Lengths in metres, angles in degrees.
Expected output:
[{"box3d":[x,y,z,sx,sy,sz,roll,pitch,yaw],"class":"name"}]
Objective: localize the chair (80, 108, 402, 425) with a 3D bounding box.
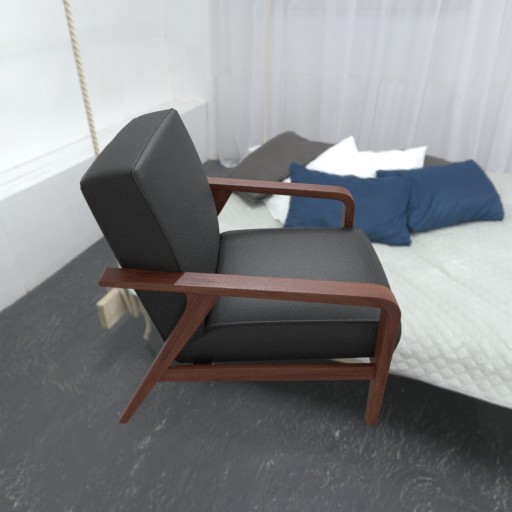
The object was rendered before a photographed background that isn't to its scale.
[{"box3d":[0.000,0.000,1.495,0.889,0.861,0.719,0,32,0],"class":"chair"}]
